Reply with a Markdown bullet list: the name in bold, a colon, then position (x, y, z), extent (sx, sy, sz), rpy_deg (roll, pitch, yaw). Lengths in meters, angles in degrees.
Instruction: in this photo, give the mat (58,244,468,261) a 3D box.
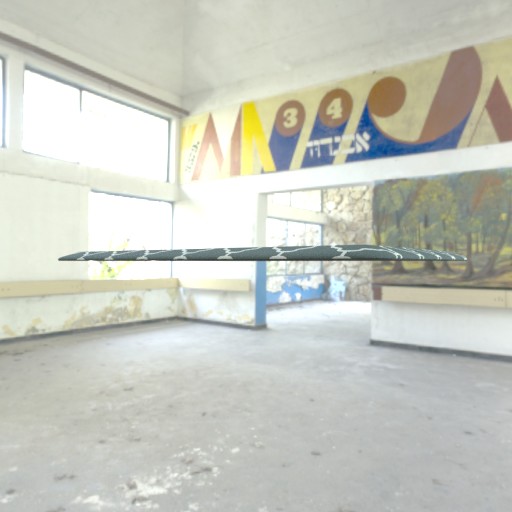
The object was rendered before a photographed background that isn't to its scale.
- **mat**: position (0.000, 0.000, 0.964), extent (0.762, 0.021, 0.508), rpy_deg (-1, -1, 37)
